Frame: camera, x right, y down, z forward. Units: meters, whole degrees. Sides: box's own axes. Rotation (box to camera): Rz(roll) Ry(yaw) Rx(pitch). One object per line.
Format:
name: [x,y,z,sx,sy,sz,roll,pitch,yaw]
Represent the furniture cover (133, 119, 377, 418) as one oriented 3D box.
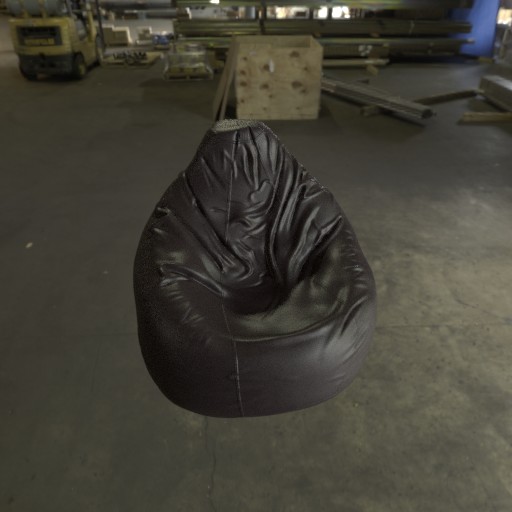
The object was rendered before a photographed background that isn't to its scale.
furniture cover: [0.000,0.000,1.922,1.070,0.990,1.070,-9,34,-13]
